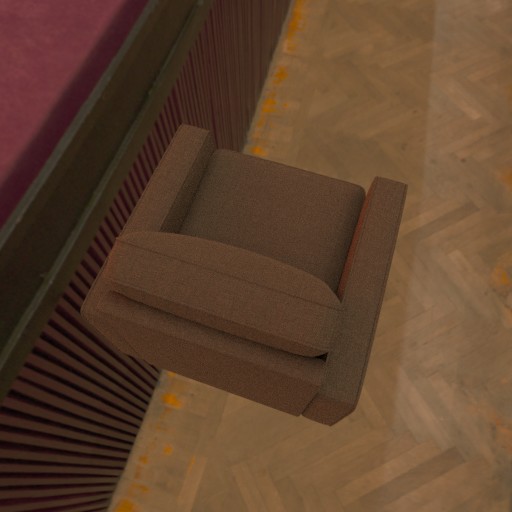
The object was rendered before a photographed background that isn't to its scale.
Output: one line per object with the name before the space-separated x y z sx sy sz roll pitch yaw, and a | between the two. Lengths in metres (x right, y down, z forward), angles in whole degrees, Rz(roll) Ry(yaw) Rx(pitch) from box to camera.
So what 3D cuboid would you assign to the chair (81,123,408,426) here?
chair | 0.000 0.000 1.754 1.017 0.919 0.940 17 65 8
